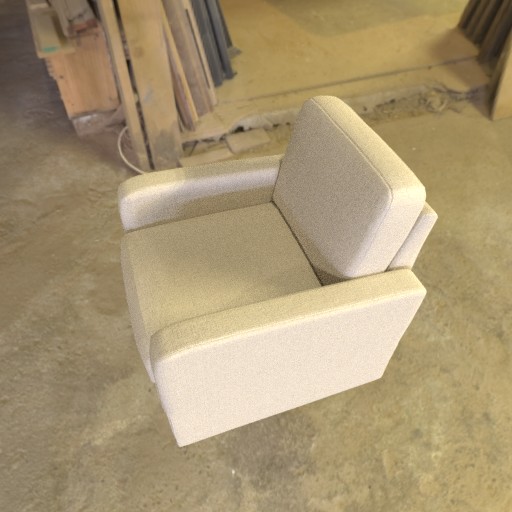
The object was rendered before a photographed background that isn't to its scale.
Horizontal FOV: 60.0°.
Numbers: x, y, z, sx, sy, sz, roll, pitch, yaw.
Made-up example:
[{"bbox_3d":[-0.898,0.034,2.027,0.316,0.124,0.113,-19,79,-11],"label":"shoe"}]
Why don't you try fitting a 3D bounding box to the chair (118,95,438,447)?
[{"bbox_3d":[0.000,0.000,1.502,0.888,0.827,0.755,-14,49,-13],"label":"chair"}]
